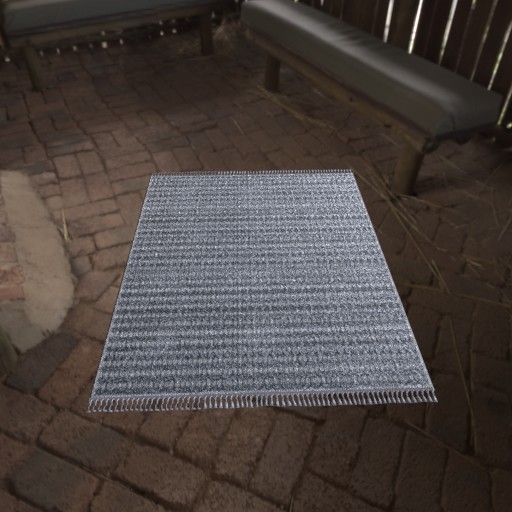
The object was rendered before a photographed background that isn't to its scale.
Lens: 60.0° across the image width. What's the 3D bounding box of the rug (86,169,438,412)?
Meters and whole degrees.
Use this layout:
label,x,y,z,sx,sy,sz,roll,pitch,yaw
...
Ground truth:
label,x,y,z,sx,sy,sz,roll,pitch,yaw
rug,0.000,0.000,3.911,2.256,0.013,2.910,-1,41,-1
